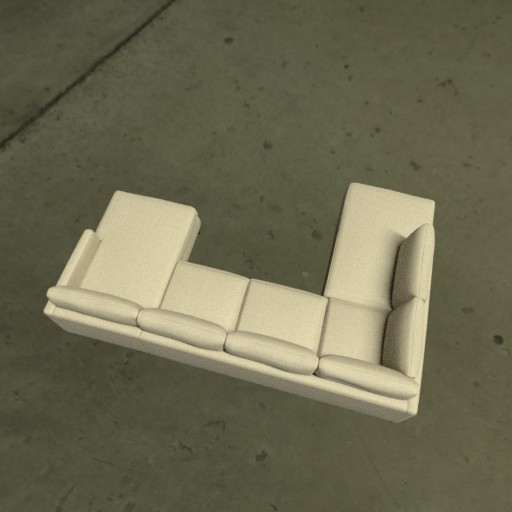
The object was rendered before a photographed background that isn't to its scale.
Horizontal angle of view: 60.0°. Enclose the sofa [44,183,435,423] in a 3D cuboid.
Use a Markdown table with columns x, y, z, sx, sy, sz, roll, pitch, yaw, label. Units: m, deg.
| x | y | z | sx | sy | sz | roll | pitch | yaw | label |
| --- | --- | --- | --- | --- | --- | --- | --- | --- | --- |
| 0.000 | 0.000 | 3.601 | 2.737 | 0.756 | 1.879 | 14 | 64 | 7 | sofa |
